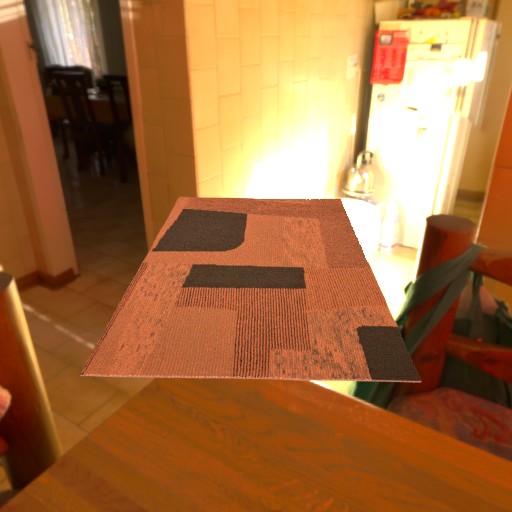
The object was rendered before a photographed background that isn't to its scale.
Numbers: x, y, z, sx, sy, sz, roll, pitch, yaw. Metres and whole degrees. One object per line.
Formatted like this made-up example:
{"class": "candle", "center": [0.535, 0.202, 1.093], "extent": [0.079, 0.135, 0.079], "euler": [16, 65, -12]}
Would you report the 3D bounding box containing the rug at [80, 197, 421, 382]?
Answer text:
{"class": "rug", "center": [0.000, 0.000, 3.050], "extent": [1.521, 0.015, 2.436], "euler": [1, 26, 1]}
